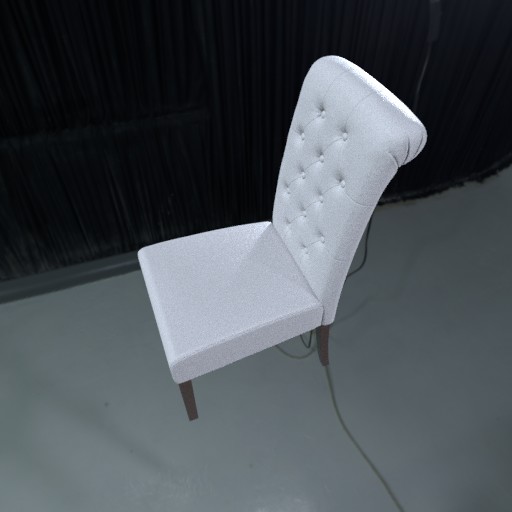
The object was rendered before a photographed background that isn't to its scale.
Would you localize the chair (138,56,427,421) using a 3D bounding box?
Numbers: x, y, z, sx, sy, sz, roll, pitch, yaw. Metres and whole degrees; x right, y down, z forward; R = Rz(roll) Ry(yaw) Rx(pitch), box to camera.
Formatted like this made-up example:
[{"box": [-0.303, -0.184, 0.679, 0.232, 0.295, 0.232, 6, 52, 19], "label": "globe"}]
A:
[{"box": [0.000, 0.000, 1.350, 0.671, 1.006, 0.456, -16, 49, -14], "label": "chair"}]
